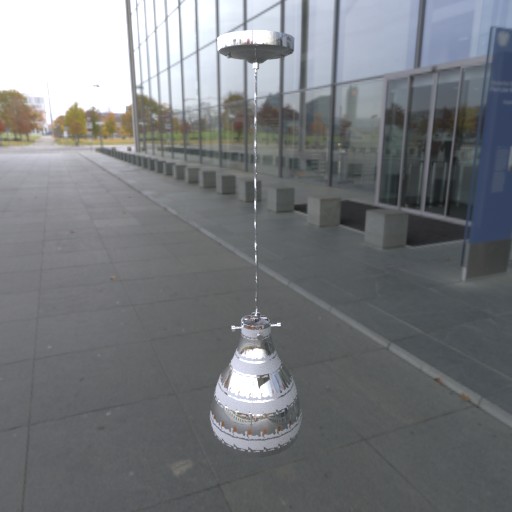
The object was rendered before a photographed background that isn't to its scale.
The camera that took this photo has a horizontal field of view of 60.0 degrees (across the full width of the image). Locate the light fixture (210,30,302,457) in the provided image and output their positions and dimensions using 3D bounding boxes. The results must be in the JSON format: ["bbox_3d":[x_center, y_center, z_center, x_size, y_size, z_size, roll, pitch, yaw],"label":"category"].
[{"bbox_3d":[0.000,0.000,1.629,0.374,1.457,0.374,-2,15,-9],"label":"light fixture"}]
